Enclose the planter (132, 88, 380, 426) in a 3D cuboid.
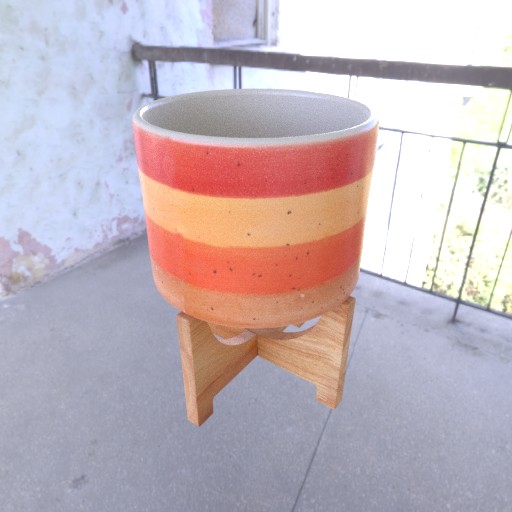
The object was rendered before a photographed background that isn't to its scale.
[{"bbox_3d":[0.000,0.000,0.415,0.199,0.268,0.199,0,30,0],"label":"planter"}]
